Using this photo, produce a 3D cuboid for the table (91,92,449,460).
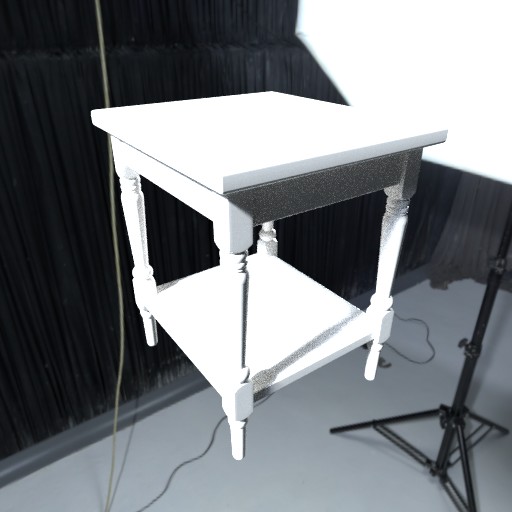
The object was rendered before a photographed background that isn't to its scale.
[{"bbox_3d":[0.000,0.000,0.929,0.442,0.565,0.488,-18,33,-31],"label":"table"}]
